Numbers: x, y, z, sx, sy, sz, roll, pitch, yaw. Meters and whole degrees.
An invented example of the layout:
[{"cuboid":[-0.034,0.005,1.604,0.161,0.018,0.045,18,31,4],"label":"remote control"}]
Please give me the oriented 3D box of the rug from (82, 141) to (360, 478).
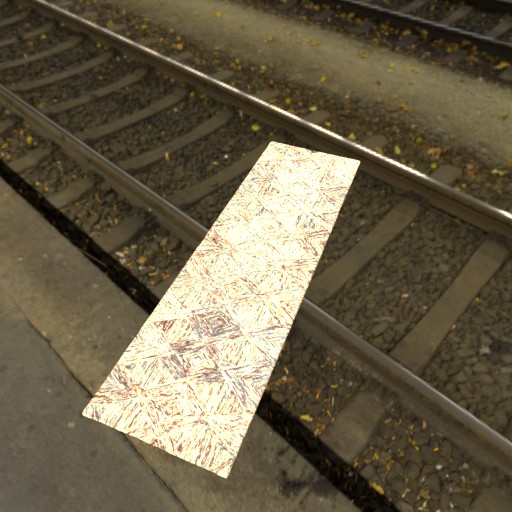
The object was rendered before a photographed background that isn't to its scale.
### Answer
[{"cuboid":[0.000,0.000,2.539,0.688,0.015,2.292,17,49,15],"label":"rug"}]
